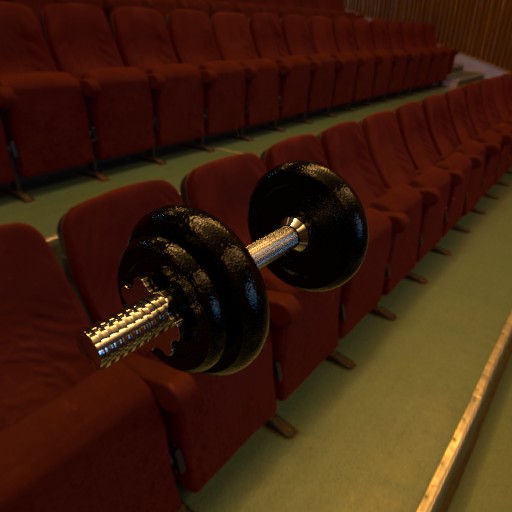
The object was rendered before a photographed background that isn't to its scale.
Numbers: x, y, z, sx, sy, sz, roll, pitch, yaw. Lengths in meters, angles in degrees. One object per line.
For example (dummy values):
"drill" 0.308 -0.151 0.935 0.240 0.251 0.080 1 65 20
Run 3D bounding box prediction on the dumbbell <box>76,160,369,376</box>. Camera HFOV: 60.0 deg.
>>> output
"dumbbell" 0.000 0.000 0.579 0.202 0.202 0.497 19 32 33
